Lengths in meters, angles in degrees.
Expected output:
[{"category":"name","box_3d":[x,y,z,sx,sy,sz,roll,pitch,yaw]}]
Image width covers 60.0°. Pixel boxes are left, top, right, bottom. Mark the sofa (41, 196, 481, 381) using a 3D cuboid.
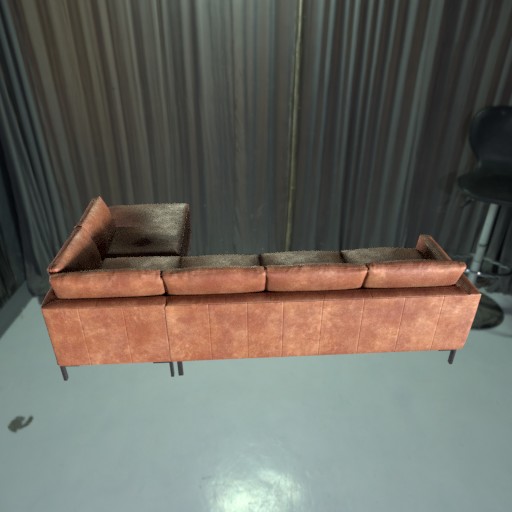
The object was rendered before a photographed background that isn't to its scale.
[{"category":"sofa","box_3d":[0.000,0.000,3.865,2.984,0.877,1.938,-2,31,-3]}]
